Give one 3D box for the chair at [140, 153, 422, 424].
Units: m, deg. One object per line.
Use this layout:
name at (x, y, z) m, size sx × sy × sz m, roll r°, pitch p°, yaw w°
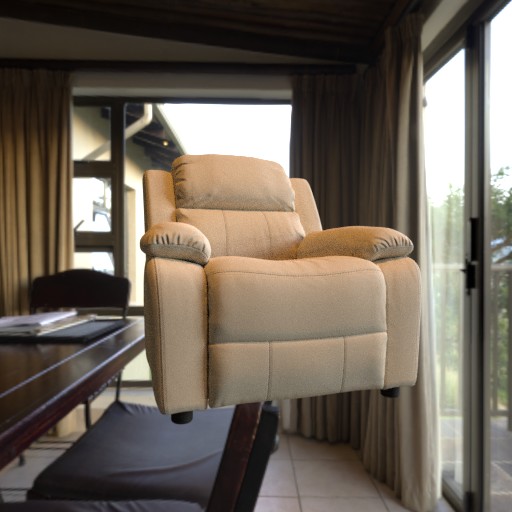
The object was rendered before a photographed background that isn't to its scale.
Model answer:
chair at (0.000, 0.000, 1.292) m, size 0.680 × 0.702 × 0.709 m, roll 0°, pitch 0°, yaw -19°
